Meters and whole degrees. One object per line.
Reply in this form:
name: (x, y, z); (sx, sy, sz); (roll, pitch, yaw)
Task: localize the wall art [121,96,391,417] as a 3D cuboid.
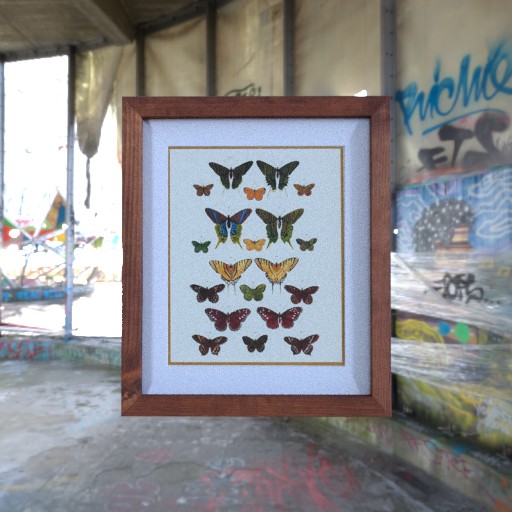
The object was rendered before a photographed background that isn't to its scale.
wall art: (0.000, 0.000, 0.640); (0.377, 0.449, 0.039); (0, -1, 0)
